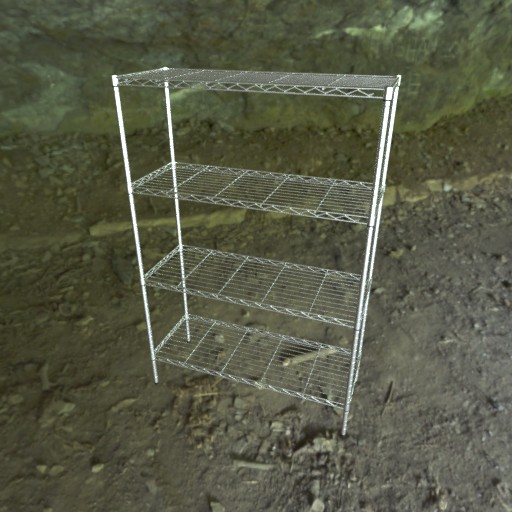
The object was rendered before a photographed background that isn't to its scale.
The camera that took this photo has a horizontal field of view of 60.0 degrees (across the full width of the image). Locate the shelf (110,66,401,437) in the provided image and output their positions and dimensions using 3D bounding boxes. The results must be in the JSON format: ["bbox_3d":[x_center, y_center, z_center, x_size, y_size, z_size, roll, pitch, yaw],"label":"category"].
[{"bbox_3d":[0.000,0.000,1.787,0.907,1.360,0.352,10,29,17],"label":"shelf"}]
